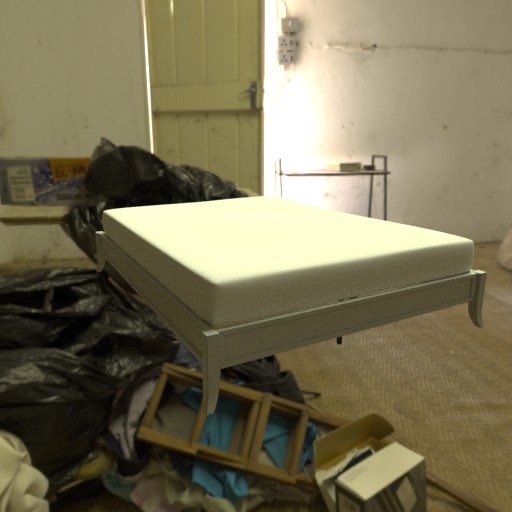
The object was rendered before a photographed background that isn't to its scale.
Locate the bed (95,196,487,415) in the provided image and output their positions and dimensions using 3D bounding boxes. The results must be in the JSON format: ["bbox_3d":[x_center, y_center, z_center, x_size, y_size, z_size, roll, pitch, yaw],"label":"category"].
[{"bbox_3d":[0.000,0.000,2.806,1.604,0.510,2.108,-8,17,-28],"label":"bed"}]
